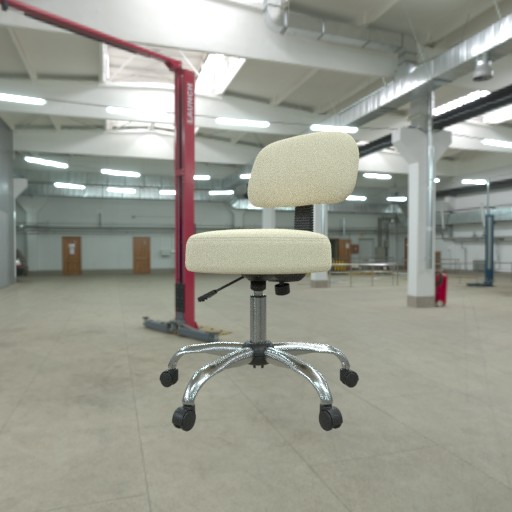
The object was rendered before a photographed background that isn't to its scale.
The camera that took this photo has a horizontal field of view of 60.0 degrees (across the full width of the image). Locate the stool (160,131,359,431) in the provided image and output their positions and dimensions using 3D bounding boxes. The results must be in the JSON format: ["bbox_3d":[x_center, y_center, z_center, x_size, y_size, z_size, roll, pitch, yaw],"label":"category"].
[{"bbox_3d":[0.000,0.000,1.265,0.609,0.810,0.616,1,1,37],"label":"stool"}]
